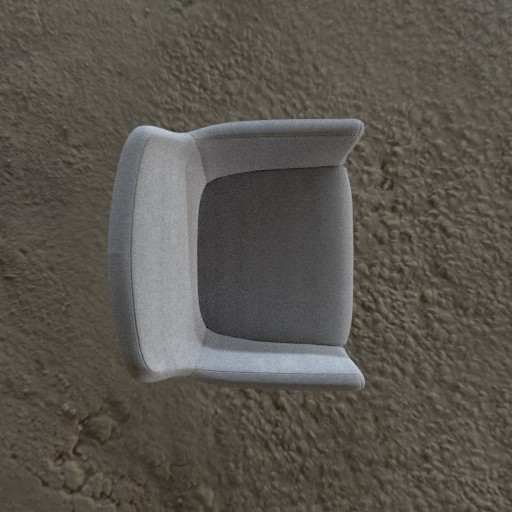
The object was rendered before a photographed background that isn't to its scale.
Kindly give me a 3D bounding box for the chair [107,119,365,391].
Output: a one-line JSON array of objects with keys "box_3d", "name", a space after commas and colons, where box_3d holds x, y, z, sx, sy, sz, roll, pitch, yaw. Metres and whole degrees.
[{"box_3d": [0.000, 0.000, 1.156, 0.540, 0.780, 0.570, 0, 89, -2], "name": "chair"}]
